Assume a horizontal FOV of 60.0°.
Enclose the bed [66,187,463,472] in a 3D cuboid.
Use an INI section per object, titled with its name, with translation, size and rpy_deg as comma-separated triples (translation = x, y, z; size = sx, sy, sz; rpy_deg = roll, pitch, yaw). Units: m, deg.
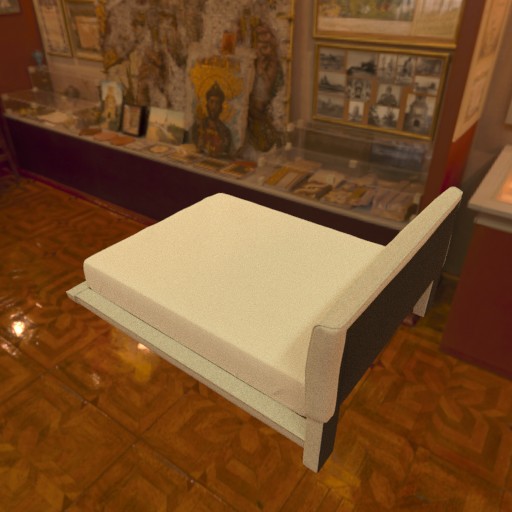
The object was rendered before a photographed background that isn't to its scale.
[bed]
translation = 0.000, 0.000, 3.547
size = 2.498, 1.126, 1.980
rpy_deg = 22, 39, 31
